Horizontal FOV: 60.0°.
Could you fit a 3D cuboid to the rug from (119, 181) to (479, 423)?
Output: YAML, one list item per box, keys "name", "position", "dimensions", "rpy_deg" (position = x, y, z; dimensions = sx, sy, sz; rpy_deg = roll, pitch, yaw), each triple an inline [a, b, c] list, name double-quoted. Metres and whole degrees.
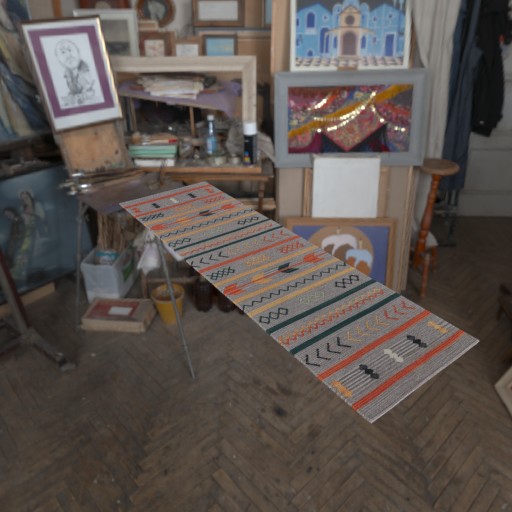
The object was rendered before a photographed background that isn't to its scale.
- name: "rug"
  position: [0.000, 0.000, 2.652]
  dimensions: [0.744, 0.022, 2.419]
  rpy_deg: [-21, 37, -31]
